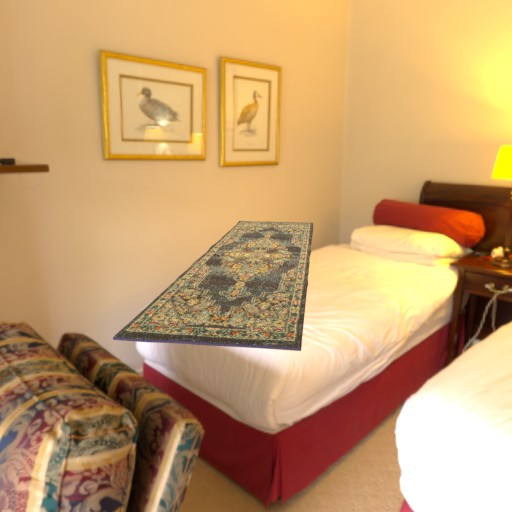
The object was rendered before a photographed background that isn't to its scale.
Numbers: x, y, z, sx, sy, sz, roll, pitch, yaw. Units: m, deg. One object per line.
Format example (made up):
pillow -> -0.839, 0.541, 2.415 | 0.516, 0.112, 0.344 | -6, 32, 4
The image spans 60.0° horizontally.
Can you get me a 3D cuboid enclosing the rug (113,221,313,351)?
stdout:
rug -> 0.000, 0.000, 2.461 | 0.602, 0.016, 2.283 | 2, 14, 8
